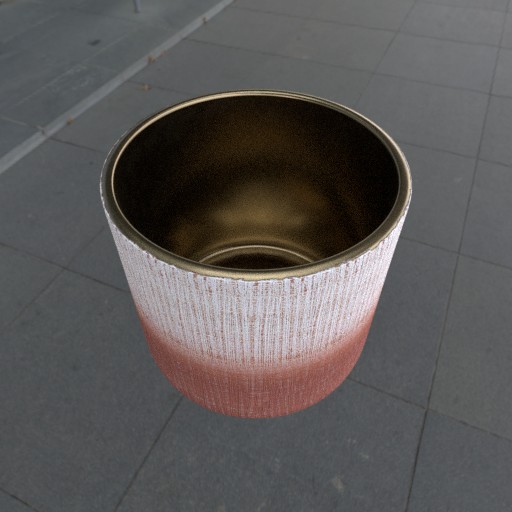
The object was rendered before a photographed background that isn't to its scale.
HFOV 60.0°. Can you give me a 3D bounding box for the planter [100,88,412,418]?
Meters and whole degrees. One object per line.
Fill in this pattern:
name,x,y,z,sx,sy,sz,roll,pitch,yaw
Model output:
planter,0.000,0.000,0.389,0.221,0.201,0.221,0,48,0
